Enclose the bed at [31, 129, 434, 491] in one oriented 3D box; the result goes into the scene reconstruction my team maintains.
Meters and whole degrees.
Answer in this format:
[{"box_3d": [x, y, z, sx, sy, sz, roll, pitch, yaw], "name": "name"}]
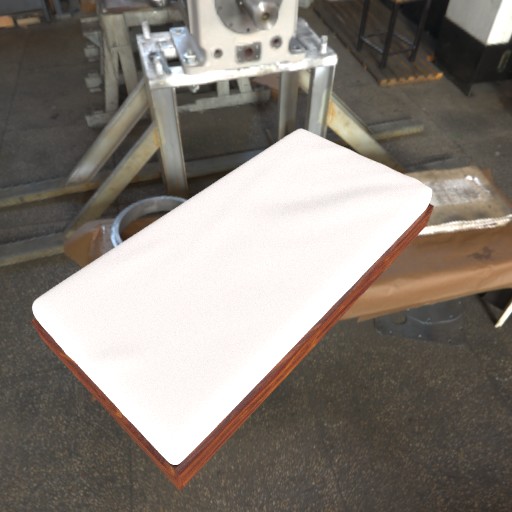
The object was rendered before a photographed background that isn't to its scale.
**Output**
[{"box_3d": [0.000, 0.000, 2.160, 0.940, 0.312, 1.860, 34, 56, 27], "name": "bed"}]
